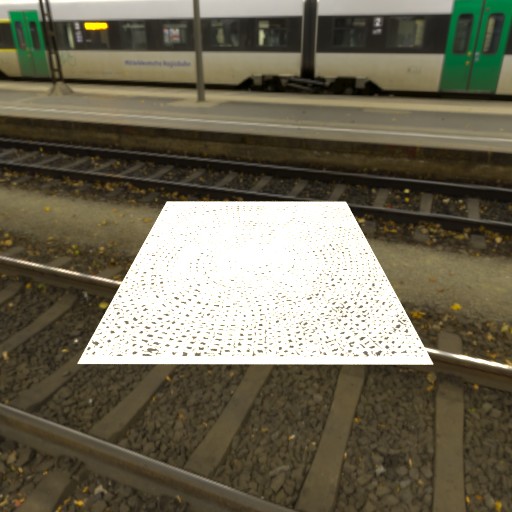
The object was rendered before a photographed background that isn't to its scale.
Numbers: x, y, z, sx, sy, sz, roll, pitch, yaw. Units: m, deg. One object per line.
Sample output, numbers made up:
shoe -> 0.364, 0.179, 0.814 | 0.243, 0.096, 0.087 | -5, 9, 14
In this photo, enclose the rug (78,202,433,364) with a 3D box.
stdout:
rug -> 0.000, 0.000, 2.216 | 1.190, 0.003, 1.634 | 0, 26, 0
